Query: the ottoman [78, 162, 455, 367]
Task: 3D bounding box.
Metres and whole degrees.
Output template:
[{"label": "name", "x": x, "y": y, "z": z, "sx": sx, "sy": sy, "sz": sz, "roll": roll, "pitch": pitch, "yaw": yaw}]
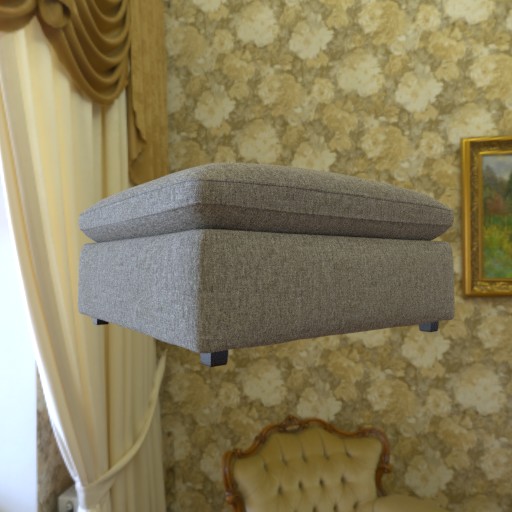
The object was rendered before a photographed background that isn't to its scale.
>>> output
[{"label": "ottoman", "x": 0.000, "y": 0.000, "z": 1.632, "sx": 1.039, "sy": 0.526, "sz": 1.035, "roll": 1, "pitch": -1, "yaw": -36}]
